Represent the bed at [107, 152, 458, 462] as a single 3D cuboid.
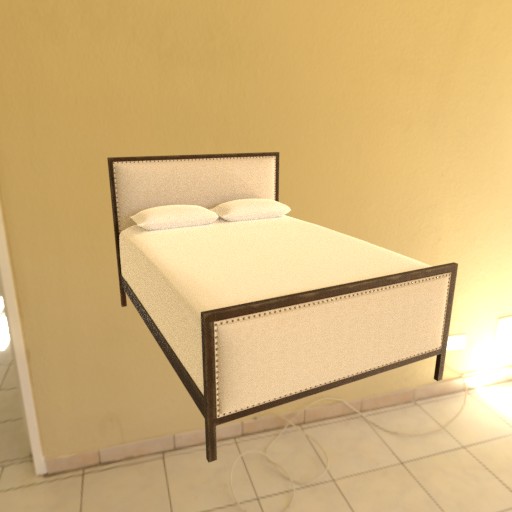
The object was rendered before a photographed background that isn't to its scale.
[{"bbox_3d":[0.000,0.000,3.228,1.607,1.313,2.221,-8,19,-26],"label":"bed"}]
